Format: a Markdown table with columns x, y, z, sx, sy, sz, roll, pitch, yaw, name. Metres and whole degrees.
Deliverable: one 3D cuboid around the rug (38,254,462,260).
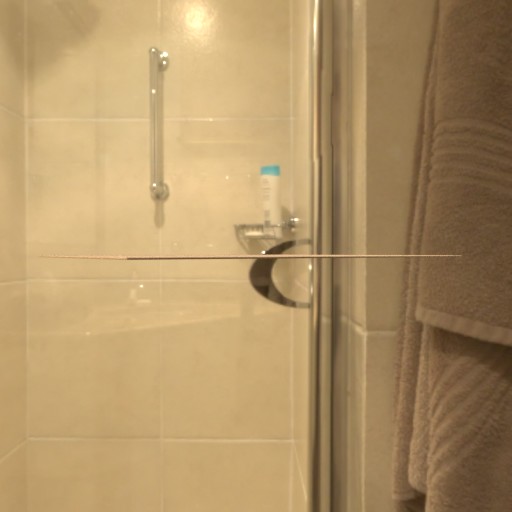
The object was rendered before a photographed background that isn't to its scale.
| x | y | z | sx | sy | sz | roll | pitch | yaw | name |
| --- | --- | --- | --- | --- | --- | --- | --- | --- | --- |
| 0.000 | 0.000 | 2.304 | 1.839 | 0.009 | 1.236 | 0 | 0 | -37 | rug |
